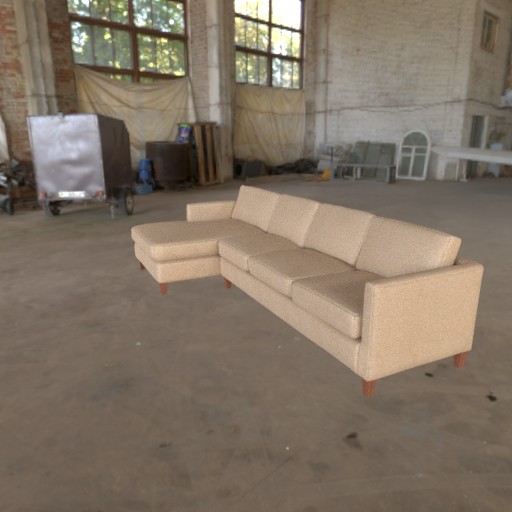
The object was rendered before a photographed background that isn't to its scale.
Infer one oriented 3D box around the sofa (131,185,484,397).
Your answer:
[{"bbox_3d":[0.000,0.000,3.745,1.502,0.876,3.201,-7,17,-25],"label":"sofa"}]
